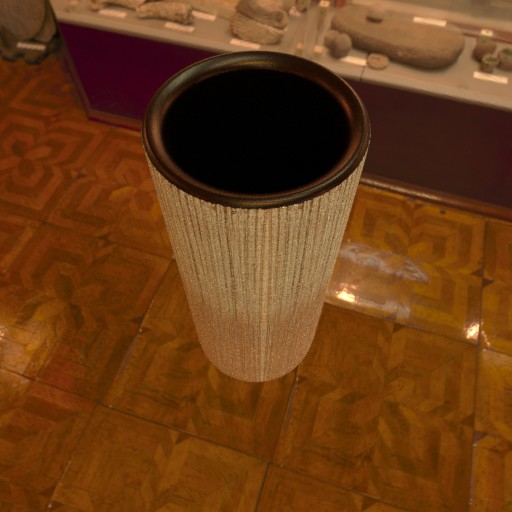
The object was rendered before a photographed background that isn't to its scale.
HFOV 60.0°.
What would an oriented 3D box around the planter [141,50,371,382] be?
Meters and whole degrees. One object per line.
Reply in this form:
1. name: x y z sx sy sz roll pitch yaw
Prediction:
1. planter: 0.000 0.000 0.288 0.100 0.227 0.100 17 59 11
